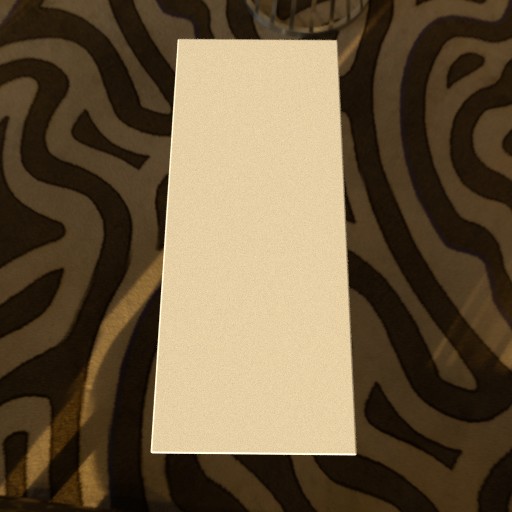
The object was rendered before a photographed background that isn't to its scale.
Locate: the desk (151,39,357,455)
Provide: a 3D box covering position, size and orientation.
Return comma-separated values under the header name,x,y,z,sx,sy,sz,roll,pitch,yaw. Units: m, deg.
name,x,y,z,sx,sy,sz,roll,pitch,yaw
desk,0.000,0.000,1.623,0.508,0.775,1.220,1,75,0
